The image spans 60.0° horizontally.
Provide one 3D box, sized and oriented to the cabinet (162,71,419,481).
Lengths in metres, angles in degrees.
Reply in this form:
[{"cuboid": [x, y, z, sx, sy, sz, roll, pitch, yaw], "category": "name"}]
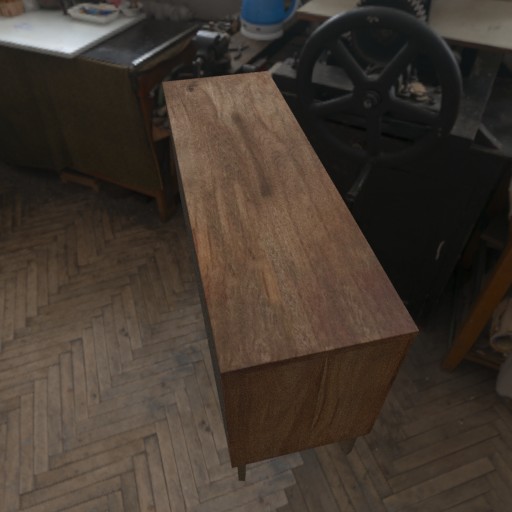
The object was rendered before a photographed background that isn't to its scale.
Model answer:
[{"cuboid": [0.000, 0.000, 1.720, 0.480, 0.812, 1.373, -10, 47, -9], "category": "cabinet"}]
